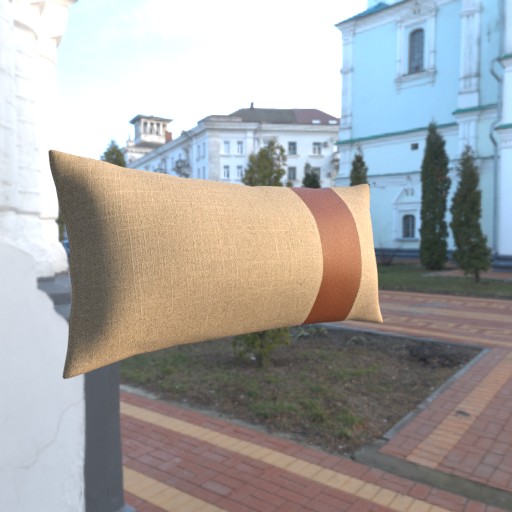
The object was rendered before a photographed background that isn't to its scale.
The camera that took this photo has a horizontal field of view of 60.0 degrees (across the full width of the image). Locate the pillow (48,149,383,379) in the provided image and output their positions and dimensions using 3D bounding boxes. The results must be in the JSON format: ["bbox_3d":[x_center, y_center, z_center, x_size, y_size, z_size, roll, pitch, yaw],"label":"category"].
[{"bbox_3d":[0.000,0.000,0.725,0.612,0.282,0.155,-2,3,-36],"label":"pillow"}]
